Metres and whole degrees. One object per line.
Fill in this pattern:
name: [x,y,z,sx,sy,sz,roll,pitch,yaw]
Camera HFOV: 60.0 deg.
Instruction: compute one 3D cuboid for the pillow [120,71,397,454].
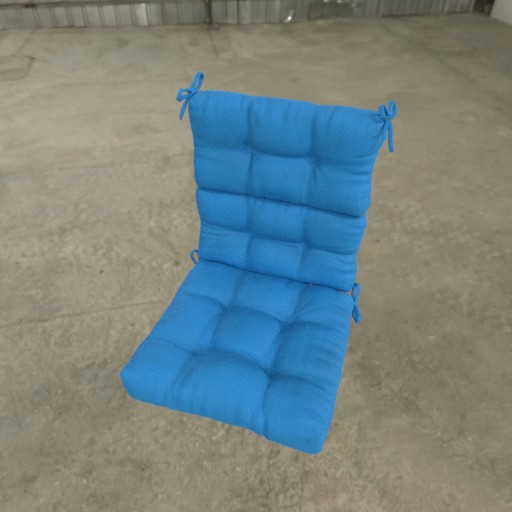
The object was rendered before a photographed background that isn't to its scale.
pillow: [0.000,0.000,1.008,0.519,0.605,0.571,12,42,14]
